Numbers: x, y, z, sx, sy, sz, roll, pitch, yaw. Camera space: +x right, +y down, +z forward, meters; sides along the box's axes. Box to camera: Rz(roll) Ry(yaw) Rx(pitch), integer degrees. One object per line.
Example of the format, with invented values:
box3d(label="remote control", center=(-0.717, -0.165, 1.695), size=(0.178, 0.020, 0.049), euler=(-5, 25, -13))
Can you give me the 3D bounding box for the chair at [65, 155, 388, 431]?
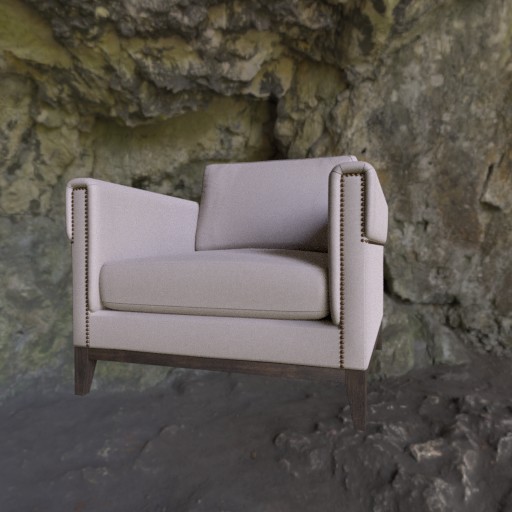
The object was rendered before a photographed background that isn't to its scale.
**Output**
box3d(label="chair", center=(0.000, 0.000, 1.650), size=(0.914, 0.838, 0.959), euler=(0, 1, 18))
